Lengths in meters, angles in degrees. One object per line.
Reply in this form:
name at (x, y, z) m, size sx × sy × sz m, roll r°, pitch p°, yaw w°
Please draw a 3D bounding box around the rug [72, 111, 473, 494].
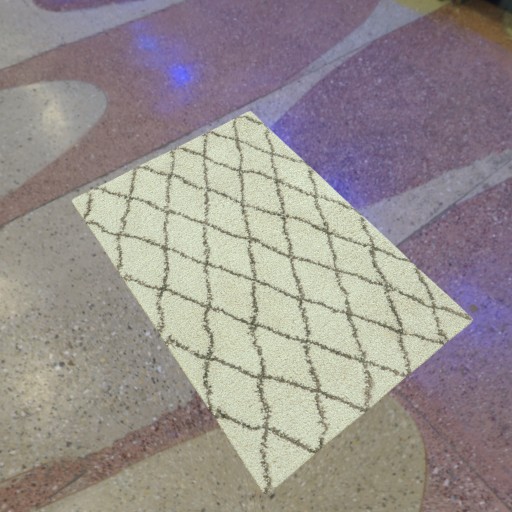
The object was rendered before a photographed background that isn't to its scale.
rug at (0.000, 0.000, 2.256) m, size 1.219 × 0.030 × 1.778 m, roll -32°, pitch 64°, yaw -18°
